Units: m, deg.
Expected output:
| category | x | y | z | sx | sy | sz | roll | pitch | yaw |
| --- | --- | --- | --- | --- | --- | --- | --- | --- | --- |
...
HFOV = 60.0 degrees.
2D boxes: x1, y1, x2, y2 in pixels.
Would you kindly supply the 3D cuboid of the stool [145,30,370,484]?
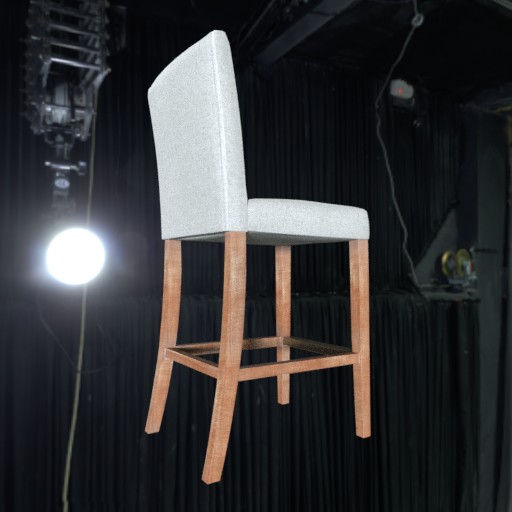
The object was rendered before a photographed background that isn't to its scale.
| category | x | y | z | sx | sy | sz | roll | pitch | yaw |
| --- | --- | --- | --- | --- | --- | --- | --- | --- | --- |
| stool | 0.000 | 0.000 | 1.372 | 0.570 | 1.088 | 0.439 | 1 | -2 | -34 |
